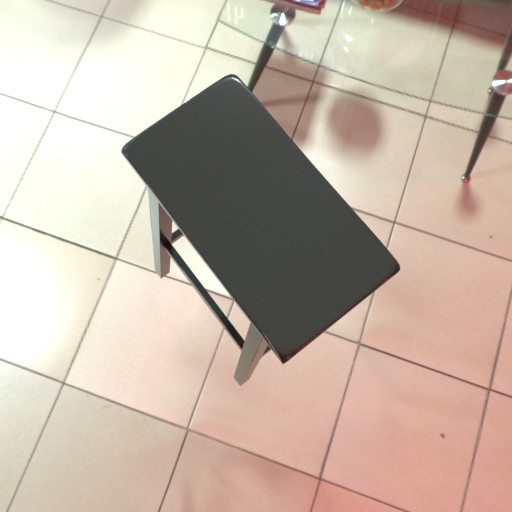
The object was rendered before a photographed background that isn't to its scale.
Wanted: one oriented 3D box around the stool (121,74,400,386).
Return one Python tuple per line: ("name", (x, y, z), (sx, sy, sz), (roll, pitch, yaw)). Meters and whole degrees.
("stool", (0.000, 0.000, 1.074), (0.476, 0.737, 0.457), (-37, 80, -8))
